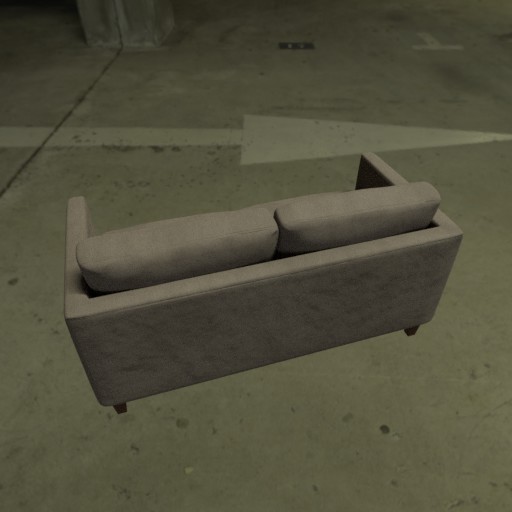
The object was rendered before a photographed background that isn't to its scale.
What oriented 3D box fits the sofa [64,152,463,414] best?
[{"bbox_3d":[0.000,0.000,2.452,1.884,0.963,0.950,-11,41,-13],"label":"sofa"}]
